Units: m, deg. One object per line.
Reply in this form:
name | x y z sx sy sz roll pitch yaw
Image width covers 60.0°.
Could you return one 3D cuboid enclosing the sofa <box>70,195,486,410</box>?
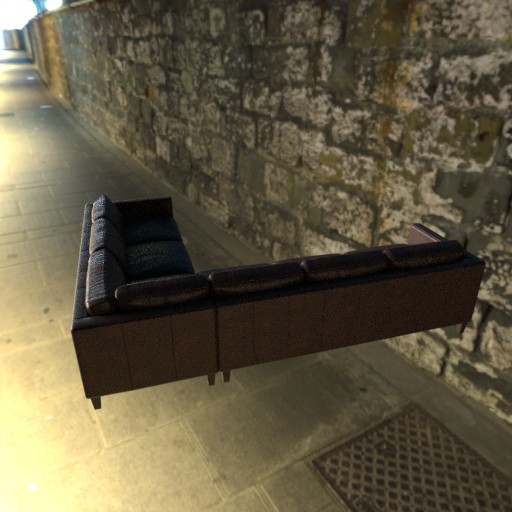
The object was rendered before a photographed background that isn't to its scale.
sofa | 0.000 0.000 4.306 3.152 0.836 2.438 -8 27 -15
